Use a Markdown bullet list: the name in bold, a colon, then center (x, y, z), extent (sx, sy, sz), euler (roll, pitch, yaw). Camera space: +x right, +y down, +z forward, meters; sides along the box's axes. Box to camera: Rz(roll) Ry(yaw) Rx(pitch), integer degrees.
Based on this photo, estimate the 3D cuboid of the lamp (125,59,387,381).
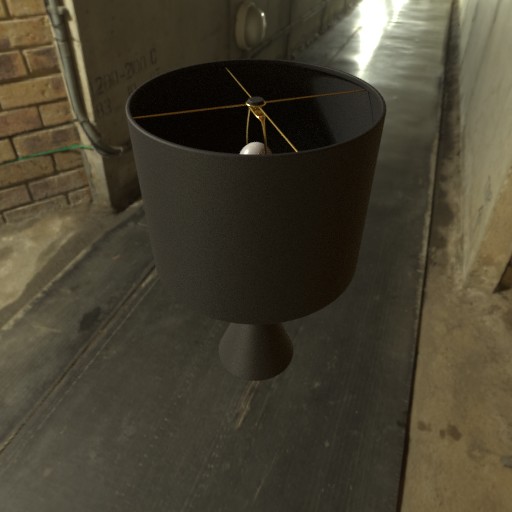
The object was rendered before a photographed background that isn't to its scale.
- **lamp**: center (0.000, 0.000, 0.810), extent (0.359, 0.584, 0.359), euler (-12, 41, -14)
